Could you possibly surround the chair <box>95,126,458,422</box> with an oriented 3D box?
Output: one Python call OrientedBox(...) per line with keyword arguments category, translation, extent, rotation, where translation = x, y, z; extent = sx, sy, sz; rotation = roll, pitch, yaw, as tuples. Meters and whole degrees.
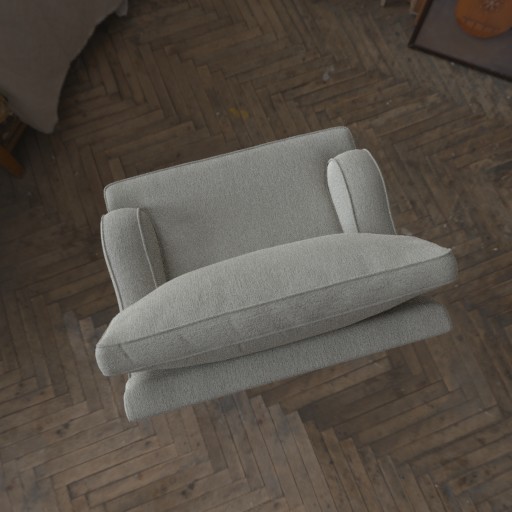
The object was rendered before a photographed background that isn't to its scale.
OrientedBox(category="chair", translation=(0.000, 0.000, 1.942), extent=(1.220, 1.016, 1.041), rotation=(-15, 77, -4))
